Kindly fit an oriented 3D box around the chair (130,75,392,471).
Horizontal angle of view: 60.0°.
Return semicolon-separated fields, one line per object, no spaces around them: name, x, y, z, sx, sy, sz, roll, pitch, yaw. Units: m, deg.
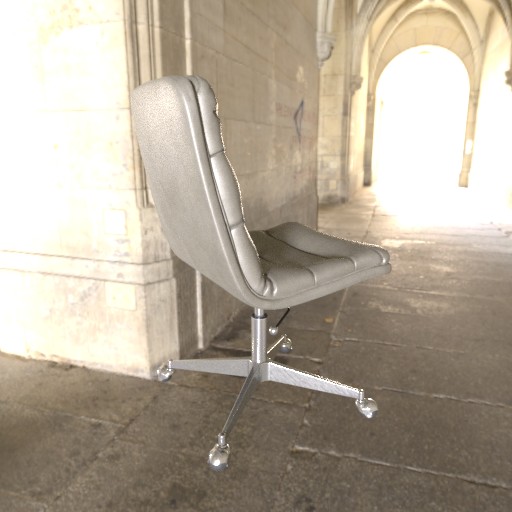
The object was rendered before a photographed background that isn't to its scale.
chair;0.000;0.000;1.025;0.485;0.738;0.422;-7;16;-27
